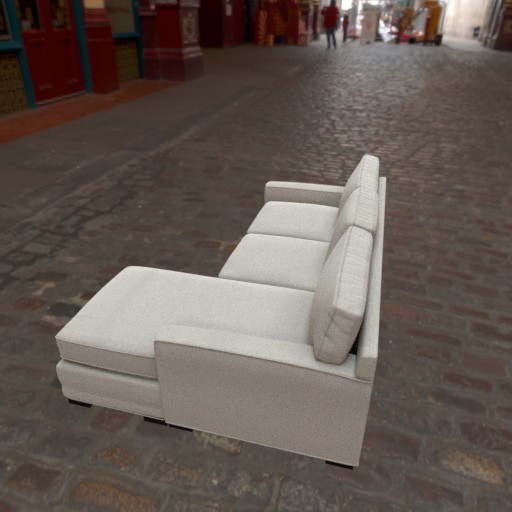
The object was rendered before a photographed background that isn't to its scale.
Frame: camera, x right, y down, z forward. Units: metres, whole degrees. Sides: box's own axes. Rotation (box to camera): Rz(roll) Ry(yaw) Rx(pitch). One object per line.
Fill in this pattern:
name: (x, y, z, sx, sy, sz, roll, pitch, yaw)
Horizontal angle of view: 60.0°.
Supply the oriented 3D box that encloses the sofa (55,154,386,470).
sofa: (0.000, 0.000, 2.792, 1.496, 0.861, 2.087, 8, 30, 13)
